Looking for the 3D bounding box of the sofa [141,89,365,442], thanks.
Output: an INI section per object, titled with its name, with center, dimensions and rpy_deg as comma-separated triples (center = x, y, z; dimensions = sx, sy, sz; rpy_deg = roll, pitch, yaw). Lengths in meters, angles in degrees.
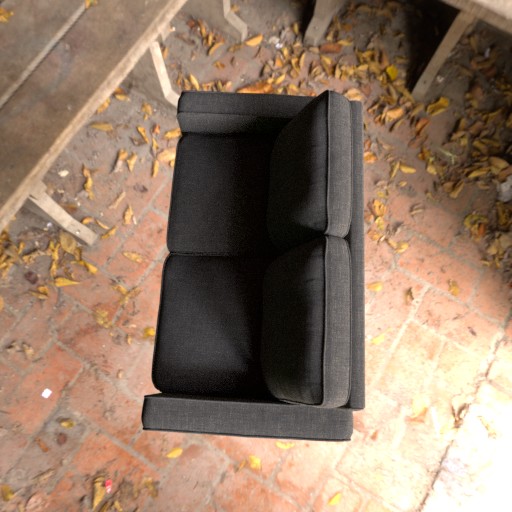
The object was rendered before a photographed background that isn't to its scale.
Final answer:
[sofa]
center = 0.000, 0.000, 2.262
dimensions = 0.947, 0.918, 1.709
rpy_deg = 3, 75, 1
